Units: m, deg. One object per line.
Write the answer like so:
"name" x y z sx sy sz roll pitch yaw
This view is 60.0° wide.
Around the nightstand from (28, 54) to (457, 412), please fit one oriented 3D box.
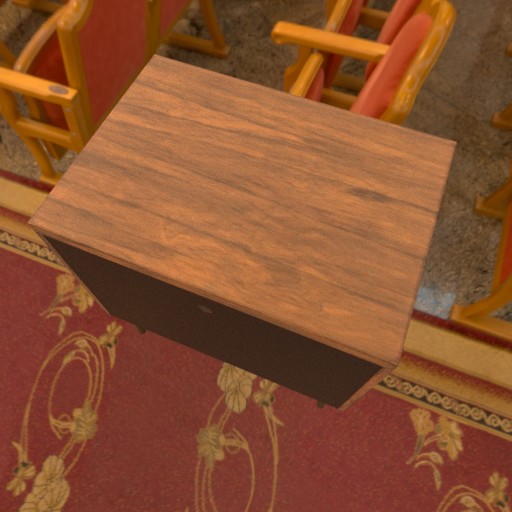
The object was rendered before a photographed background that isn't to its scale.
"nightstand" 0.000 0.000 1.030 0.610 0.610 0.458 20 65 10
